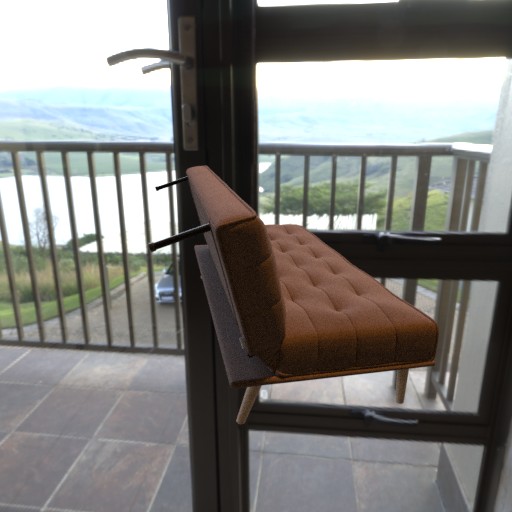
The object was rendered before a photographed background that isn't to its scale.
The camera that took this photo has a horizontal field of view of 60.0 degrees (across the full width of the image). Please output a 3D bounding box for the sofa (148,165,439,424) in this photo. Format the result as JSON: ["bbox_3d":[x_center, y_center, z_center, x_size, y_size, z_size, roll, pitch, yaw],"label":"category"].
[{"bbox_3d":[0.000,0.000,2.361,1.038,0.810,1.820,-3,17,-11],"label":"sofa"}]
